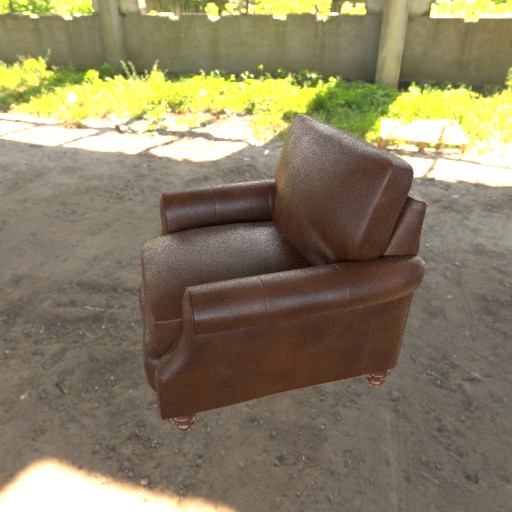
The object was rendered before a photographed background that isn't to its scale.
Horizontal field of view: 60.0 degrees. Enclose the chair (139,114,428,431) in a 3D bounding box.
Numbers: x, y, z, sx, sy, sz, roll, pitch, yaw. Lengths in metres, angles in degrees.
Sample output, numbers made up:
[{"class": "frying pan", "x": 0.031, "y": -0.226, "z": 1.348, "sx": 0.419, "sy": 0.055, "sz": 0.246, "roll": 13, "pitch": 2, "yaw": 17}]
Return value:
[{"class": "chair", "x": 0.000, "y": 0.000, "z": 1.816, "sx": 0.992, "sy": 0.972, "sz": 0.989, "roll": -8, "pitch": 31, "yaw": -14}]
